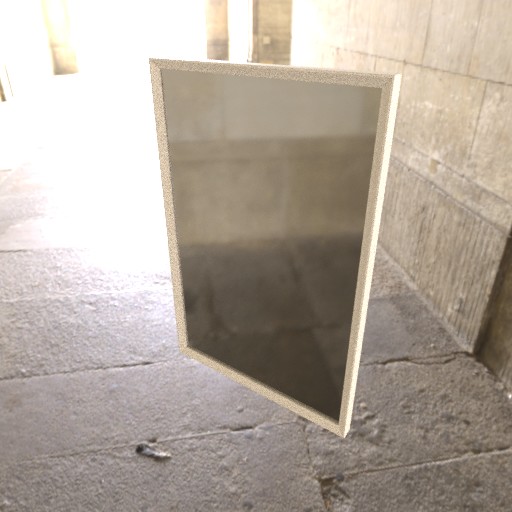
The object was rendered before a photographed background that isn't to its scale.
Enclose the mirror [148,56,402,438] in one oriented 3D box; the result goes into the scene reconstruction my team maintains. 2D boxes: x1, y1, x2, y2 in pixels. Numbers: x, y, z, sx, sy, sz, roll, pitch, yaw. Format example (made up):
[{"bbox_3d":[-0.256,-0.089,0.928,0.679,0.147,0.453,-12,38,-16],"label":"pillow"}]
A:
[{"bbox_3d":[0.000,0.000,1.145,0.609,0.915,0.041,19,34,30],"label":"mirror"}]
